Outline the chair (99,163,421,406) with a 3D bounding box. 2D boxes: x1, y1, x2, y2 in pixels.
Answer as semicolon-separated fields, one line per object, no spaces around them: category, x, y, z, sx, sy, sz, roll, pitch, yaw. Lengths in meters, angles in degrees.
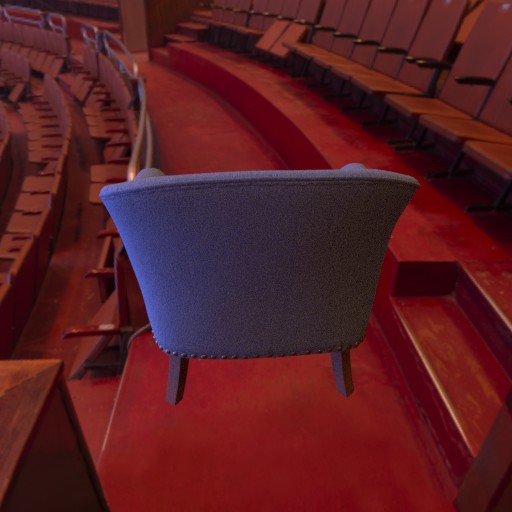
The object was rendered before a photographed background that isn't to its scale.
chair;0.000;0.000;1.405;0.798;0.815;0.704;-2;32;-2
